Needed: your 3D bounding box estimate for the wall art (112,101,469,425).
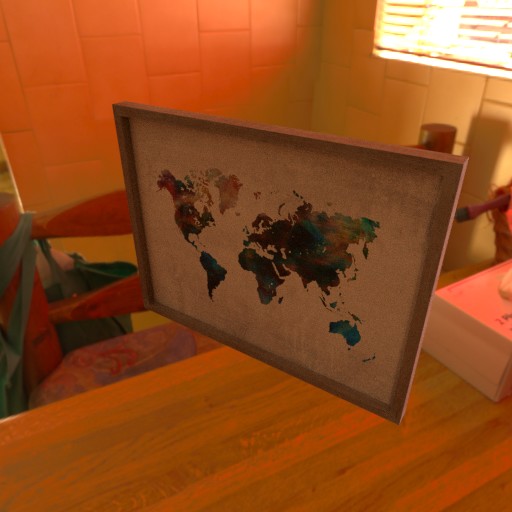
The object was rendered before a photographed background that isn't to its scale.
[{"bbox_3d":[0.000,0.000,1.732,1.320,1.009,0.070,18,35,28],"label":"wall art"}]
